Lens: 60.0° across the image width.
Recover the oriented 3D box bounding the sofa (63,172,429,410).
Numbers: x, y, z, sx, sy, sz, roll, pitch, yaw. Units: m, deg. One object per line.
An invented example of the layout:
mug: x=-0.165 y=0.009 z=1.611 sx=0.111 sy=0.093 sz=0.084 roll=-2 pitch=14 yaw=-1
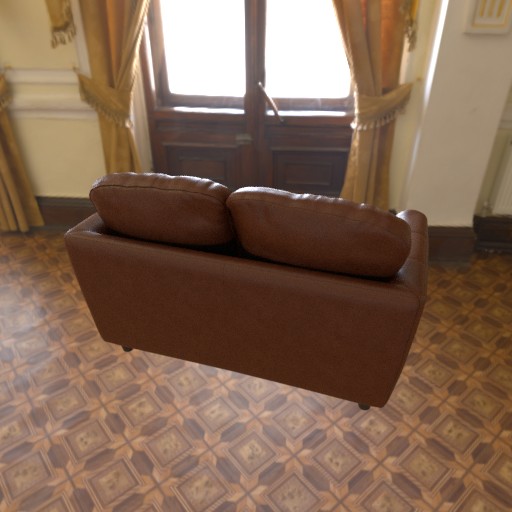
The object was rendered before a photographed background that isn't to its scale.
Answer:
sofa: x=0.000 y=0.000 z=1.957 sx=1.406 sy=0.906 sz=0.805 roll=10 pitch=33 yaw=15
